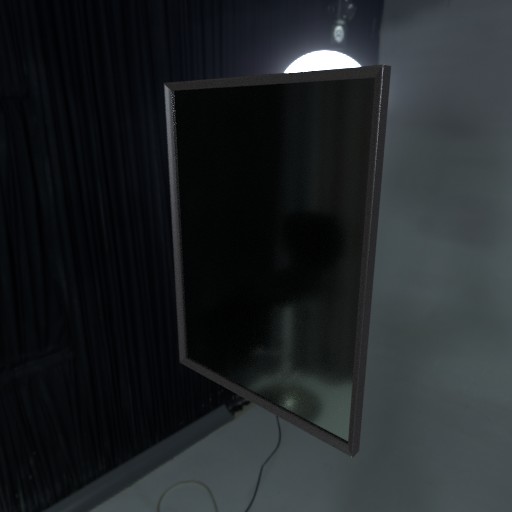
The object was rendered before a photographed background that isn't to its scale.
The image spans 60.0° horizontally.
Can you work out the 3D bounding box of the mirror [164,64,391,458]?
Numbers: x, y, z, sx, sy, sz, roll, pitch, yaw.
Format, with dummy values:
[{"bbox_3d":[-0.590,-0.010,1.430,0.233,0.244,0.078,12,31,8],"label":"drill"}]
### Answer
[{"bbox_3d":[0.000,0.000,1.346,0.762,1.016,0.041,15,23,40],"label":"mirror"}]
